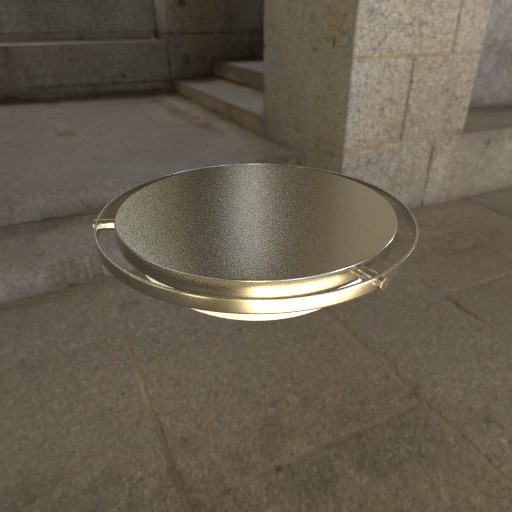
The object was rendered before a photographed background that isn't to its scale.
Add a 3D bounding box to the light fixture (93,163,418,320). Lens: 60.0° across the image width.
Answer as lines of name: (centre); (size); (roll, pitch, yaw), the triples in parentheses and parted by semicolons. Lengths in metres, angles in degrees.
light fixture: (0.000, 0.000, 0.545); (0.361, 0.130, 0.361); (0, 29, 0)
